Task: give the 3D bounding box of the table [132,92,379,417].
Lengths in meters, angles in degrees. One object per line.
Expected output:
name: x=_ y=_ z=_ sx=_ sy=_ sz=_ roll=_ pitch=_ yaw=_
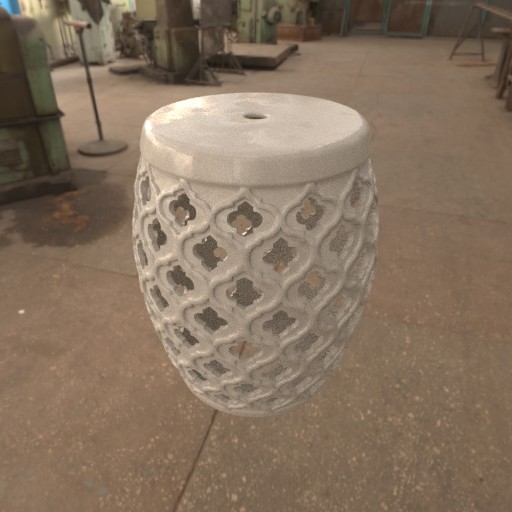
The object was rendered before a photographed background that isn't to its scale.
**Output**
table: x=0.000 y=0.000 z=0.621 sx=0.325 sy=0.388 sz=0.325 roll=0 pitch=32 yaw=0
